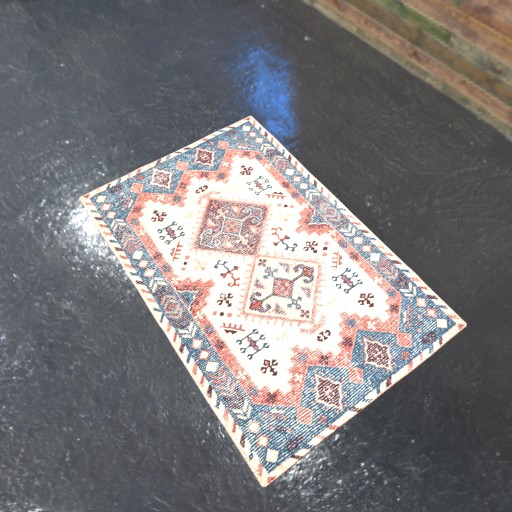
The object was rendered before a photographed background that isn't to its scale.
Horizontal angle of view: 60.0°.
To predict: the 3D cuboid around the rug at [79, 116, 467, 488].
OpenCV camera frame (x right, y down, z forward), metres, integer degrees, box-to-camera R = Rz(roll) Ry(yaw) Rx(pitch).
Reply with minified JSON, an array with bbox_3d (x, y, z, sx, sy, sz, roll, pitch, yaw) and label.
[{"bbox_3d":[0.000,0.000,2.355,1.225,0.015,1.840,-31,63,-18],"label":"rug"}]
